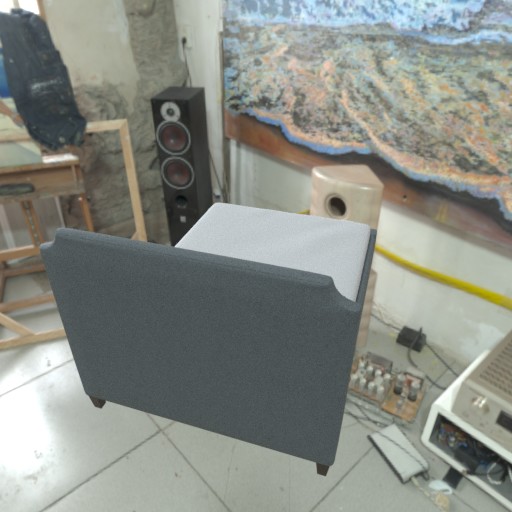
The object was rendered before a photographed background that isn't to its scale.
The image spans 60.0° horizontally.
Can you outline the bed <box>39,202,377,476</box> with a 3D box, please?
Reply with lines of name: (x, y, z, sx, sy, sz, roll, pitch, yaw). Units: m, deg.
bed: (0.000, 0.000, 3.387, 1.712, 1.443, 2.372, 10, 34, 15)
